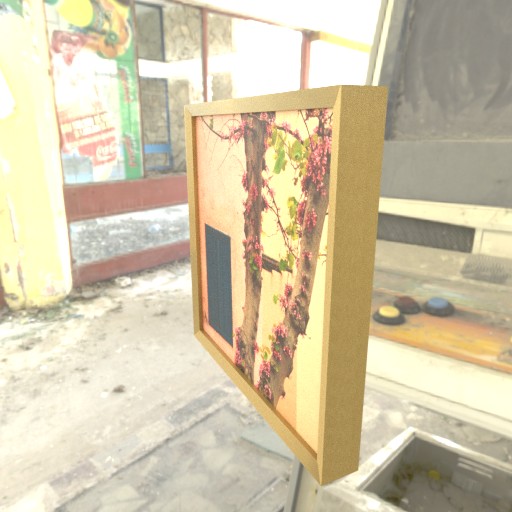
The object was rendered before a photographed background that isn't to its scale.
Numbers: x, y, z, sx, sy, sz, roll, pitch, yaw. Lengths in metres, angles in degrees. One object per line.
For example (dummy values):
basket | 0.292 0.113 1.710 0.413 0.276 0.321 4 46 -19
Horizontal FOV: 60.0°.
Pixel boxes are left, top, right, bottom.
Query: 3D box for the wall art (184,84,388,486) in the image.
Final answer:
wall art | 0.000 0.000 0.454 0.038 0.305 0.304 -8 18 -26
